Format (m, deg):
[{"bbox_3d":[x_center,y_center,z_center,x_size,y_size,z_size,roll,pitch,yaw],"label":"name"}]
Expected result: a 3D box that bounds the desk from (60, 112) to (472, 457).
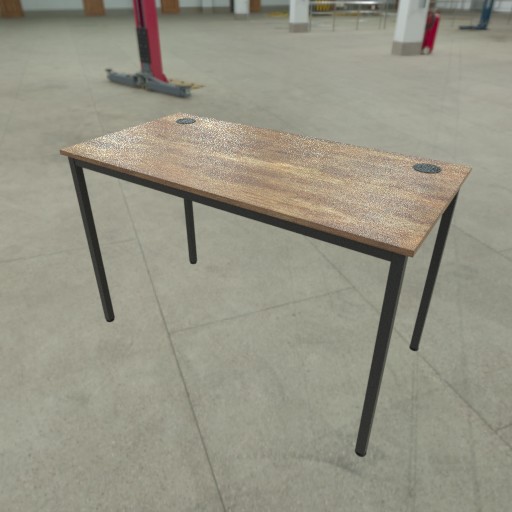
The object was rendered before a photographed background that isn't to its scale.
[{"bbox_3d":[0.000,0.000,1.626,1.200,0.749,0.600,19,37,28],"label":"desk"}]
